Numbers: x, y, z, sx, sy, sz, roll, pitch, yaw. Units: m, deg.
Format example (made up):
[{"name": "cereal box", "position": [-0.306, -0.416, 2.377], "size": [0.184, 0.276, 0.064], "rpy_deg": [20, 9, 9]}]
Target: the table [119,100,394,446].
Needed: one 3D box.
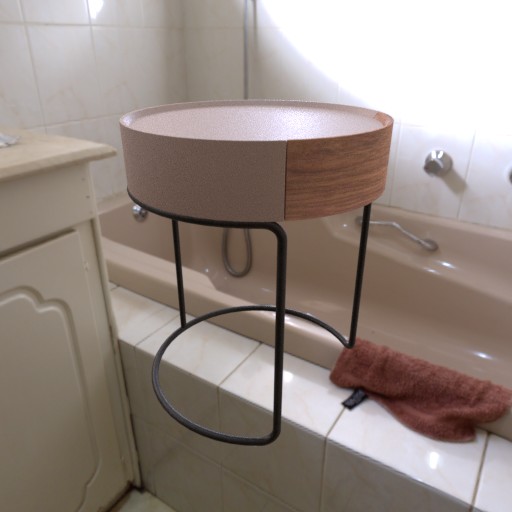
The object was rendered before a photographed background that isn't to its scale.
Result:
[{"name": "table", "position": [0.000, 0.000, 0.864], "size": [0.450, 0.530, 0.450], "rpy_deg": [0, 26, 0]}]
